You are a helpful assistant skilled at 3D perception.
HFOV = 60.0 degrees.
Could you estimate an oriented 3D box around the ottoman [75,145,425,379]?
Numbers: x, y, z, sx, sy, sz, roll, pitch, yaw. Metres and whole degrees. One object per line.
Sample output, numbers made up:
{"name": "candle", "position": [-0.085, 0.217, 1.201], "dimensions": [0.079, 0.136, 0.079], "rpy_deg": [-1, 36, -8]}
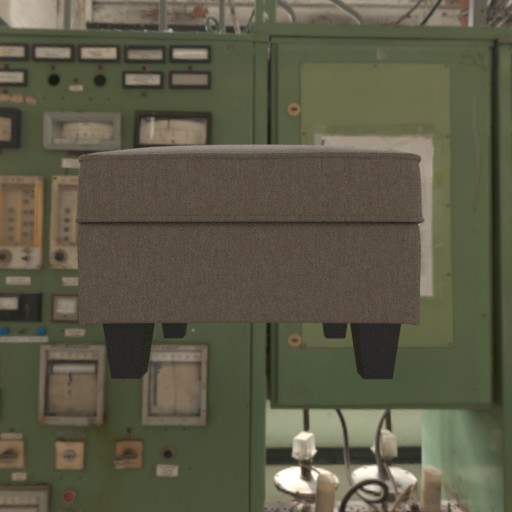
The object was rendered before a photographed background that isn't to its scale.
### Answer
{"name": "ottoman", "position": [0.000, 0.000, 1.415], "dimensions": [0.871, 0.612, 0.808], "rpy_deg": [0, -1, 0]}
